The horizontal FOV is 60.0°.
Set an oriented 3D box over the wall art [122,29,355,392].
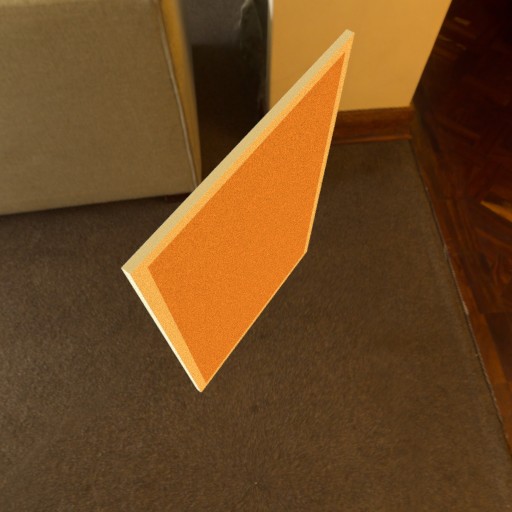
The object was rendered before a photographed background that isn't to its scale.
[{"bbox_3d":[0.000,0.000,0.827,0.013,0.656,0.456,32,67,15],"label":"wall art"}]
